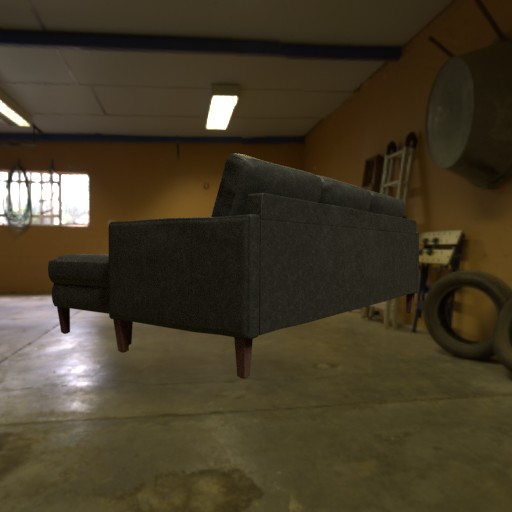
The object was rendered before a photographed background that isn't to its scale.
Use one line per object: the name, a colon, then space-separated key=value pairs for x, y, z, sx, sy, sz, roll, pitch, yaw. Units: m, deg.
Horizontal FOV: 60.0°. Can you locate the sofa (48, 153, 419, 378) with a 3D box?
sofa: x=0.000 y=0.000 z=2.902 sx=1.497 sy=0.876 sz=2.178 roll=1 pitch=1 yaw=36
